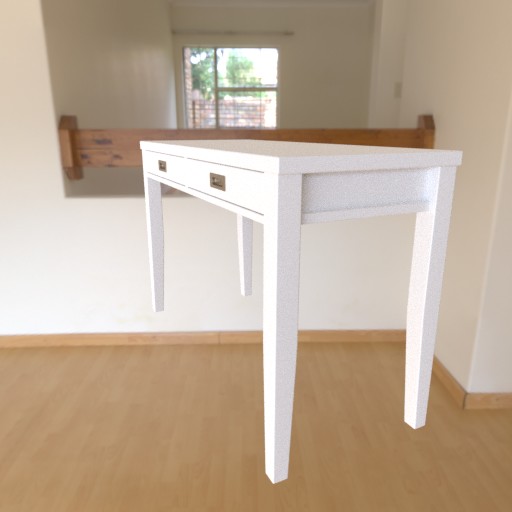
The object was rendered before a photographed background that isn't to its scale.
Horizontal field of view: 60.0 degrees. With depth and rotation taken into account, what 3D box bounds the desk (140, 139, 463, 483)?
[{"bbox_3d":[0.000,0.000,1.586,0.508,0.775,1.220,-8,18,-25],"label":"desk"}]
